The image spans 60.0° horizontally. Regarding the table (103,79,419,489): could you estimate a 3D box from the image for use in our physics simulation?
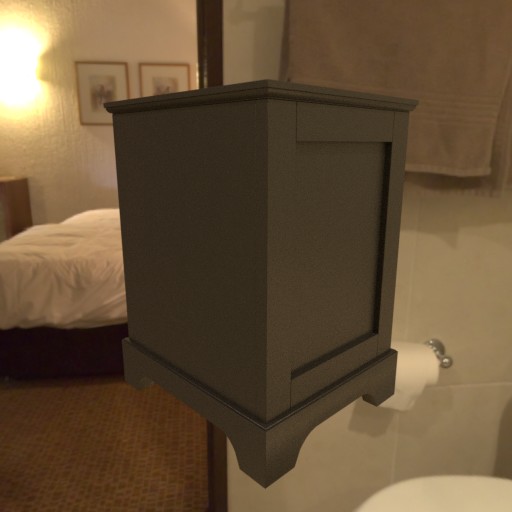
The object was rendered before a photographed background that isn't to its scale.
[{"bbox_3d":[0.000,0.000,0.923,0.399,0.610,0.460,-13,19,-42],"label":"table"}]
